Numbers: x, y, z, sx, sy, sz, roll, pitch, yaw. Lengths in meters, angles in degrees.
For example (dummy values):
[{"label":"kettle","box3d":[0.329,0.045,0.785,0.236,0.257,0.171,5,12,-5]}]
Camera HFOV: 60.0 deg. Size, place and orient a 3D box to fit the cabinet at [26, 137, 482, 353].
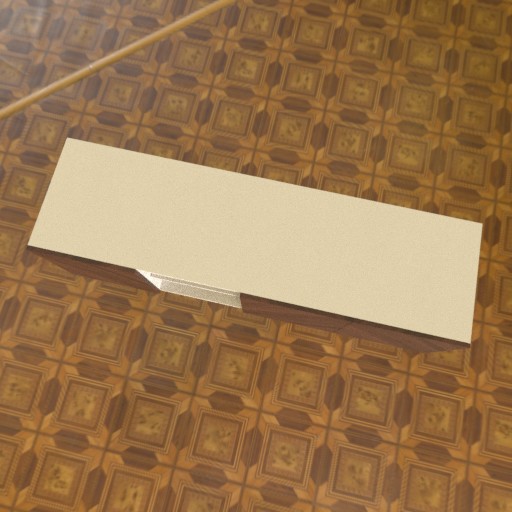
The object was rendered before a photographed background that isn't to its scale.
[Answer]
[{"label":"cabinet","box3d":[0.000,0.000,1.769,1.499,0.533,0.431,12,76,3]}]
